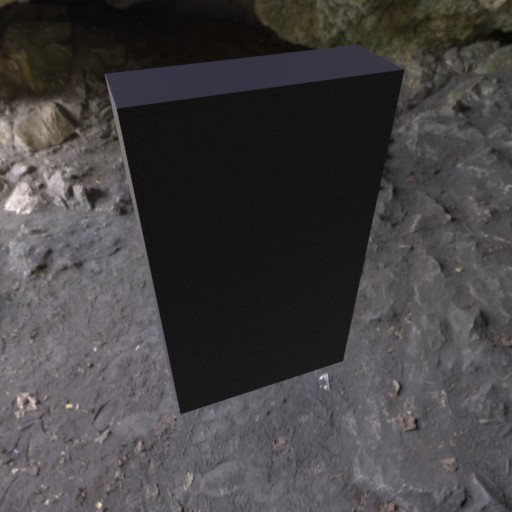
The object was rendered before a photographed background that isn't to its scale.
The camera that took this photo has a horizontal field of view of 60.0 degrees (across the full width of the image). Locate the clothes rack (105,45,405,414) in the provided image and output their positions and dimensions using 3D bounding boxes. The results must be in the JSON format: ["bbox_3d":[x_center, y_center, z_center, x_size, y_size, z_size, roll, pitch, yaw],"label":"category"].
[{"bbox_3d":[0.000,0.000,1.582,0.750,1.280,0.250,-14,42,-15],"label":"clothes rack"}]
